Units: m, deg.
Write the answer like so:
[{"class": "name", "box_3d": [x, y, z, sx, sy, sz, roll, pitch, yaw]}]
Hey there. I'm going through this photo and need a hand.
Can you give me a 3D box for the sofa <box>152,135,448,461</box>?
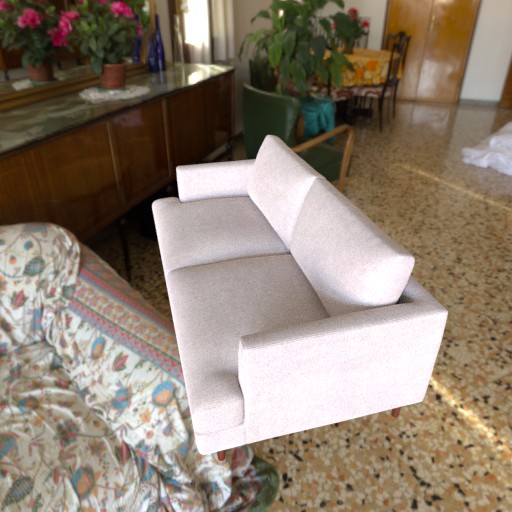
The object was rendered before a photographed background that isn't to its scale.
[{"class": "sofa", "box_3d": [0.000, 0.000, 2.492, 1.020, 0.868, 1.948, -8, 32, -13]}]
